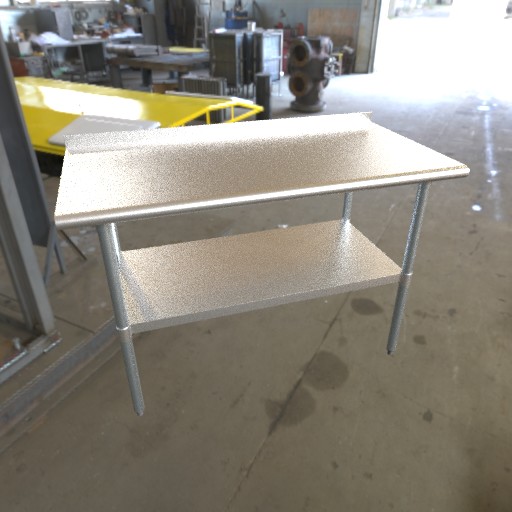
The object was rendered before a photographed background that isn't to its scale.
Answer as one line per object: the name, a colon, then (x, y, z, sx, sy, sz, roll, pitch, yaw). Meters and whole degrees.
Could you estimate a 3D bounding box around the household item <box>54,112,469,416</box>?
household item: (0.000, 0.000, 1.676, 1.219, 0.851, 0.610, -9, 32, -15)
